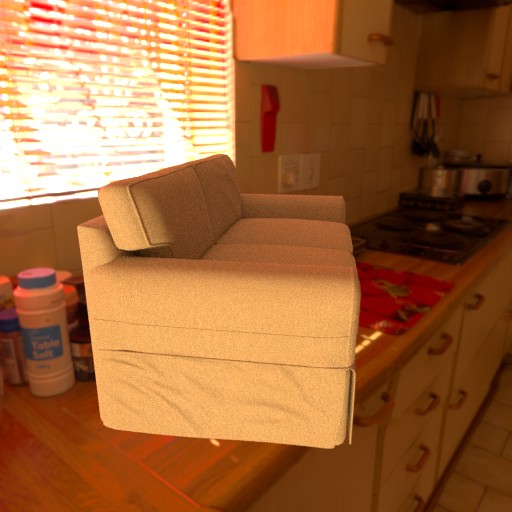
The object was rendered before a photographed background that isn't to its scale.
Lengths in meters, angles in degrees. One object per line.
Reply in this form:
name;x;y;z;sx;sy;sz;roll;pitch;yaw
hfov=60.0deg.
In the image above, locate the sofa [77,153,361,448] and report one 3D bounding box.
sofa;0.000;0.000;2.300;0.991;0.940;1.727;3;17;9
